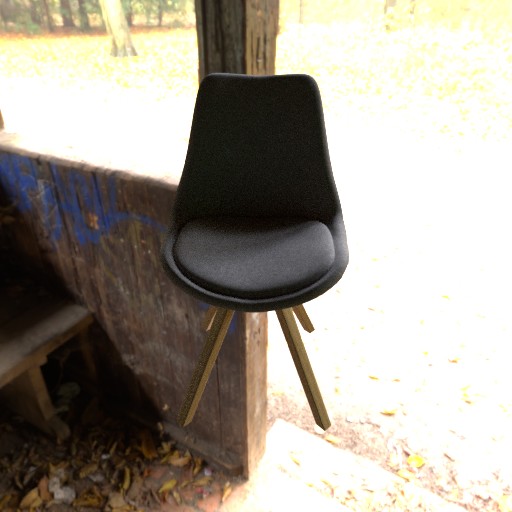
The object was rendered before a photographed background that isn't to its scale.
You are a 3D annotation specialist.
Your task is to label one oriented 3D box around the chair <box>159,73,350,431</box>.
[{"bbox_3d":[0.000,0.000,1.219,0.483,0.865,0.550,1,31,2],"label":"chair"}]
